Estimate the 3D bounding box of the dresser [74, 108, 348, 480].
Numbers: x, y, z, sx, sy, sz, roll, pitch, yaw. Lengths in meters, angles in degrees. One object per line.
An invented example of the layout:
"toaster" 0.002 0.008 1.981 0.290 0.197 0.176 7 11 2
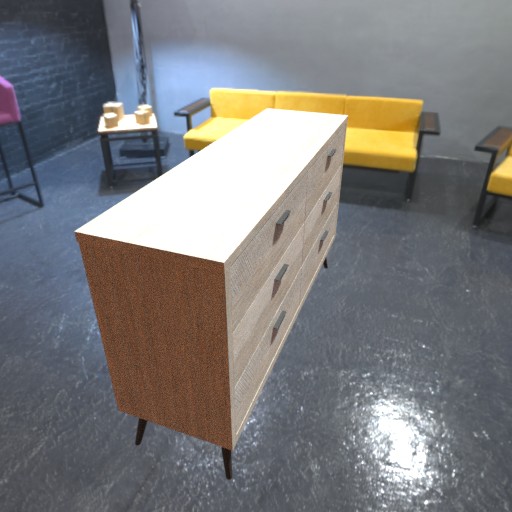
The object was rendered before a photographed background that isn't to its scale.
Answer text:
"dresser" 0.000 0.000 1.962 0.457 0.914 1.524 11 33 18
